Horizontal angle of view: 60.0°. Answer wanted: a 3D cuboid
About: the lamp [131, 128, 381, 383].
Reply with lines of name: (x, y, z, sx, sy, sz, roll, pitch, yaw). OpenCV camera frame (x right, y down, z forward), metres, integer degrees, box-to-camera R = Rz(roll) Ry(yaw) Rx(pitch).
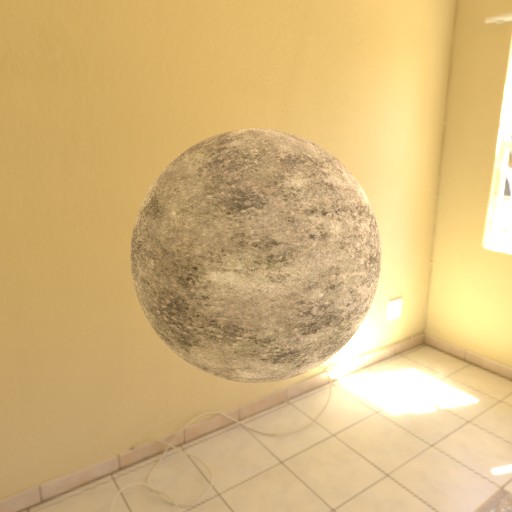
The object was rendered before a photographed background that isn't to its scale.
lamp: (0.000, 0.000, 0.774, 0.422, 0.429, 0.422, 0, 15, 0)
